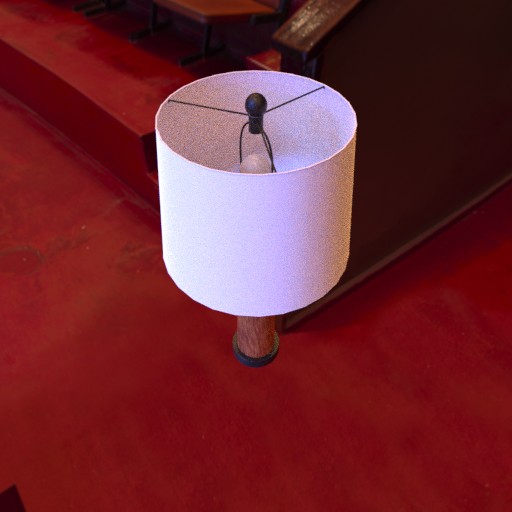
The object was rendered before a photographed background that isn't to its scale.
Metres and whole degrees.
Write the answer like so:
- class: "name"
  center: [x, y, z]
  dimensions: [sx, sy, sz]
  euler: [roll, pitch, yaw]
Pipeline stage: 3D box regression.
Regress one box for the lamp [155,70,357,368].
- class: "lamp"
  center: [0.000, 0.000, 0.867]
  dimensions: [0.349, 0.667, 0.349]
  euler: [0, 47, 0]
